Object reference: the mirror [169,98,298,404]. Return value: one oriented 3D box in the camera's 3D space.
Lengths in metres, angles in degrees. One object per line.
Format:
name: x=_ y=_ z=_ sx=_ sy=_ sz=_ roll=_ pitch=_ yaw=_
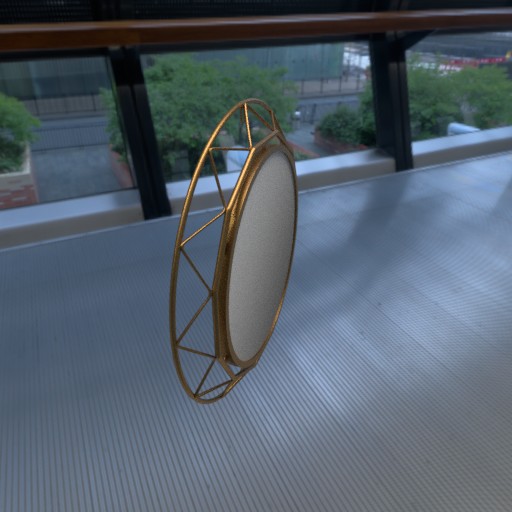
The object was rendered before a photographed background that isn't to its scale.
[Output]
mirror: x=0.000 y=0.000 z=0.679 sx=0.043 sy=0.454 sz=0.454 roll=10 pitch=31 yaw=17
